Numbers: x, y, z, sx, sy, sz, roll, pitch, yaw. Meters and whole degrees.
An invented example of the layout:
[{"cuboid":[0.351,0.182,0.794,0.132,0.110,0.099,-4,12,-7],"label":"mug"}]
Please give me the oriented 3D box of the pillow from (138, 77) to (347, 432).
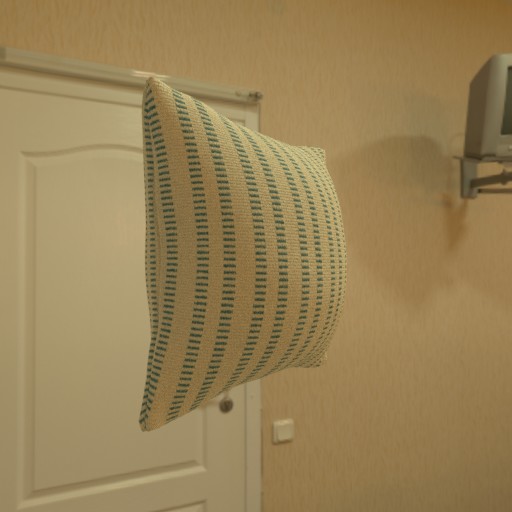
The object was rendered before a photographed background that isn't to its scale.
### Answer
[{"cuboid":[0.000,0.000,0.691,0.247,0.419,0.438,-1,-1,37],"label":"pillow"}]
